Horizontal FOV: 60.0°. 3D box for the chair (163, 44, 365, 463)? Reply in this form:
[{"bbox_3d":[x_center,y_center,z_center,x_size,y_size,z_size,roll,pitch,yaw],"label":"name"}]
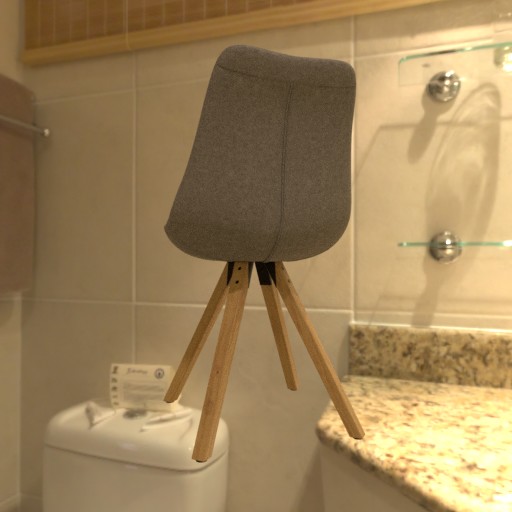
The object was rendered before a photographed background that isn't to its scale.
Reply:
[{"bbox_3d":[0.000,0.000,1.188,0.483,0.865,0.550,0,-1,-18],"label":"chair"}]
